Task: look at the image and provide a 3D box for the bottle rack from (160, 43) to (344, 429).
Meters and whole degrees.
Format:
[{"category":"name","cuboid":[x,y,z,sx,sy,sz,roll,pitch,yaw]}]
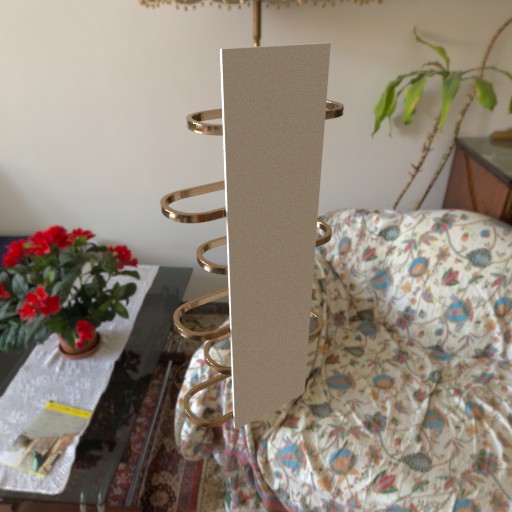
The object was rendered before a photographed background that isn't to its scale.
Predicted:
[{"category":"bottle rack","cuboid":[0.000,0.000,0.816,0.332,0.709,0.118,-18,34,-29]}]
